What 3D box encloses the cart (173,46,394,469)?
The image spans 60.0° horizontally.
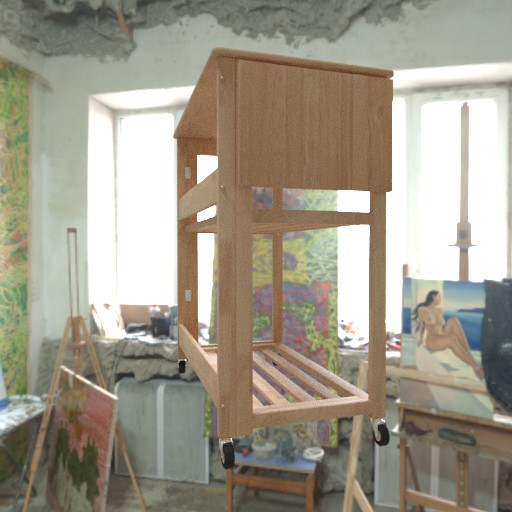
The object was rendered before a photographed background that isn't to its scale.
[{"bbox_3d":[0.000,0.000,1.369,0.432,0.879,0.853,0,1,-17],"label":"cart"}]
